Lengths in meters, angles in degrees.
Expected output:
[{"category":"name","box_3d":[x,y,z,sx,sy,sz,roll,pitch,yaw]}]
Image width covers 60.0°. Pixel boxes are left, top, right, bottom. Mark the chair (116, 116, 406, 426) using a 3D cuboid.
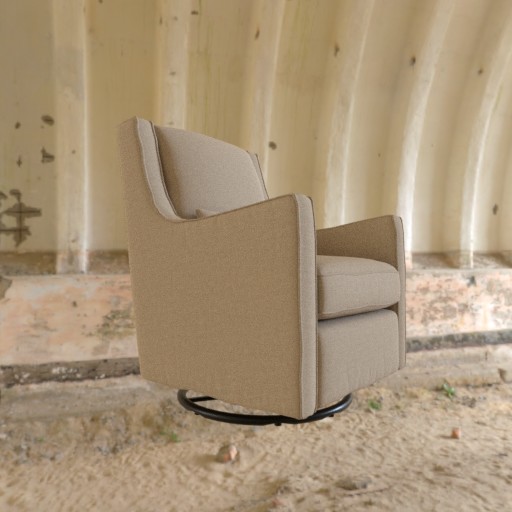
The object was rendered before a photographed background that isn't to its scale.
[{"category":"chair","box_3d":[0.000,0.000,1.607,0.879,0.993,0.732,-1,-1,38]}]
